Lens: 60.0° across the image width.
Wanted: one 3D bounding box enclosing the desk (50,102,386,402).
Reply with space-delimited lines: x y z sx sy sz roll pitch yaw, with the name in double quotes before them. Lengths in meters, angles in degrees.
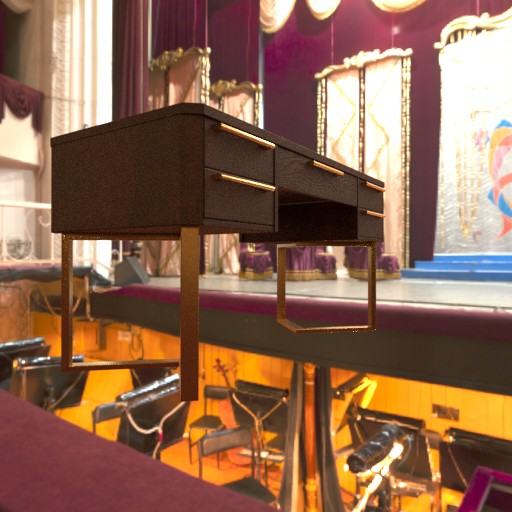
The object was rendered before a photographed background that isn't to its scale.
"desk" 0.000 0.000 1.875 0.684 0.762 1.479 0 0 34
